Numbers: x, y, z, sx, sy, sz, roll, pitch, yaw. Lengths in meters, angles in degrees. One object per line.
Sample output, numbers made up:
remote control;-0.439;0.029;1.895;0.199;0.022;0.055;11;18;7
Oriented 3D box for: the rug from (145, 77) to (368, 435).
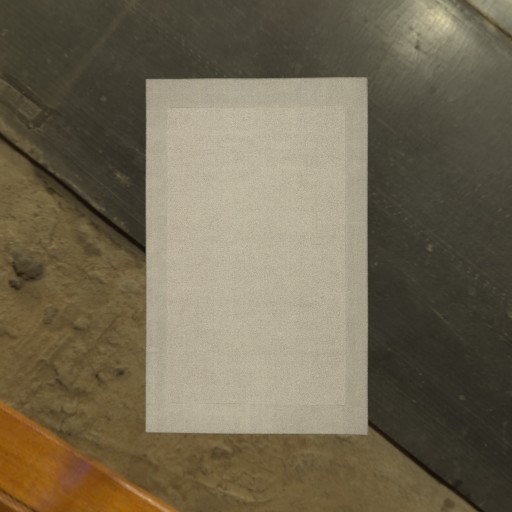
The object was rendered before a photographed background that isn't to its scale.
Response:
rug;0.000;0.000;3.037;1.524;0.014;2.438;0;90;1
